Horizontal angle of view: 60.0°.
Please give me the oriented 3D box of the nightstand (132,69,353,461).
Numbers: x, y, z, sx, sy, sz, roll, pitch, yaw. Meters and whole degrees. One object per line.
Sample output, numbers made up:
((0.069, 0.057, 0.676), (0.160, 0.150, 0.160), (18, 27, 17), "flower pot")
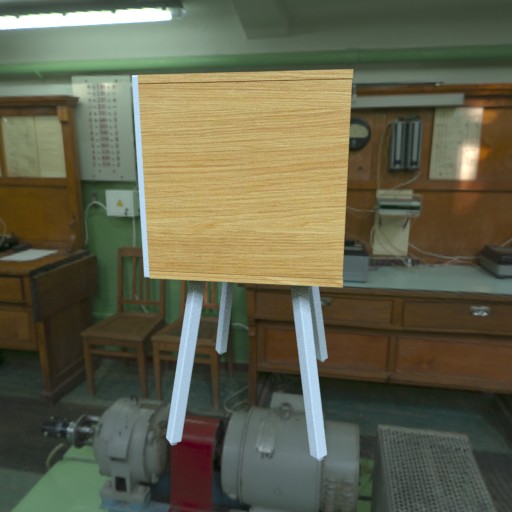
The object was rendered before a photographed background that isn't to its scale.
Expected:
((0.000, 0.000, 0.854), (0.316, 0.601, 0.400), (2, 14, 9), "nightstand")
